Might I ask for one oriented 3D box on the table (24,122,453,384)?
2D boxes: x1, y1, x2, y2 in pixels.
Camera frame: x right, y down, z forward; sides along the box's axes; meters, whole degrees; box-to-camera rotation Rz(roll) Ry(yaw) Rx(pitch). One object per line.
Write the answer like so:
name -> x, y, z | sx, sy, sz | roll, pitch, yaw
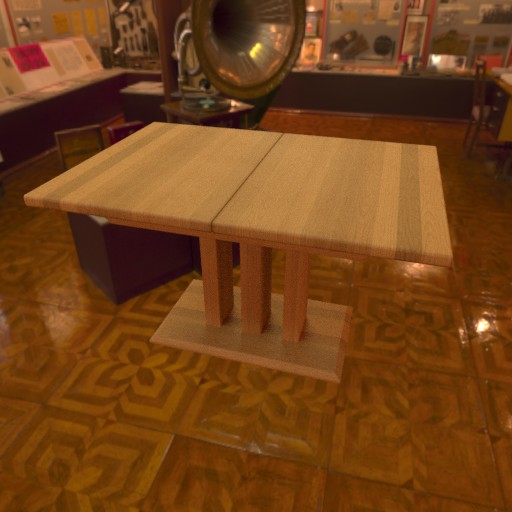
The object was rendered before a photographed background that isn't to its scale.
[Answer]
table -> 0.000, 0.000, 1.833 | 1.300, 0.770, 0.900 | 9, 33, 14
